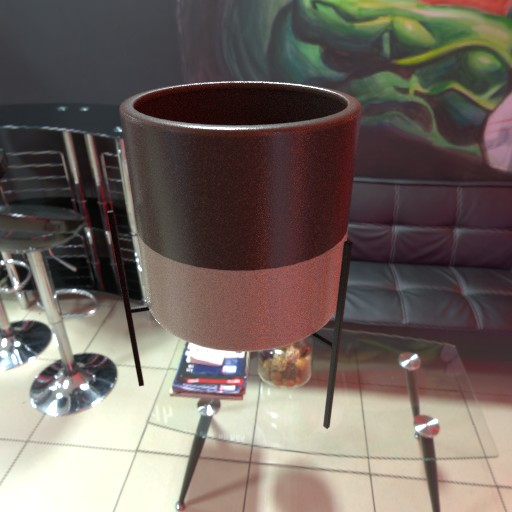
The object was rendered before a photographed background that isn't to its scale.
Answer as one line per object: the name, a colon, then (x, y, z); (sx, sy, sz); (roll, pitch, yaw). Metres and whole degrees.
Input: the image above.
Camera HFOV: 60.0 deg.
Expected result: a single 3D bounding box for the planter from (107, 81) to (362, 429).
planter: (0.000, 0.000, 0.521); (0.260, 0.353, 0.250); (22, 37, 33)
